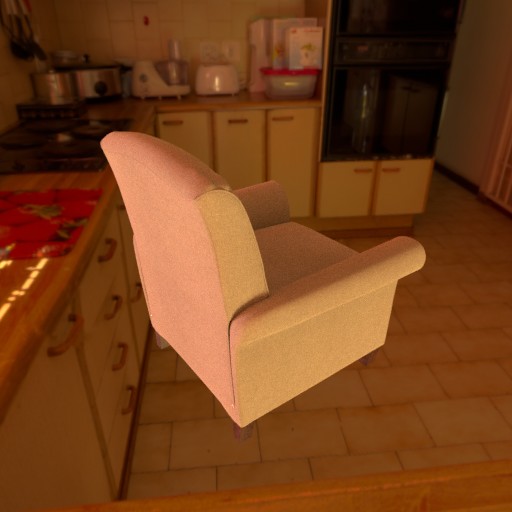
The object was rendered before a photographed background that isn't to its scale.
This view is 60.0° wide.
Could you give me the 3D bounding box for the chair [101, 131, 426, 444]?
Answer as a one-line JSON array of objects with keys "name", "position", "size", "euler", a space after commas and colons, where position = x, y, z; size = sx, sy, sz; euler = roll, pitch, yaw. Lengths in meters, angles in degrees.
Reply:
[{"name": "chair", "position": [0.000, 0.000, 1.815], "size": [0.905, 1.061, 0.978], "euler": [-19, 33, -32]}]
